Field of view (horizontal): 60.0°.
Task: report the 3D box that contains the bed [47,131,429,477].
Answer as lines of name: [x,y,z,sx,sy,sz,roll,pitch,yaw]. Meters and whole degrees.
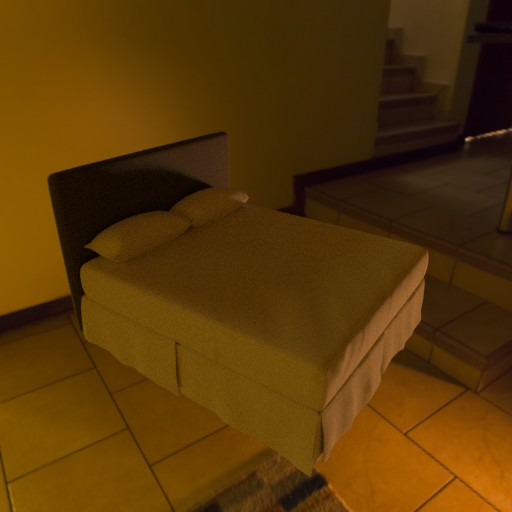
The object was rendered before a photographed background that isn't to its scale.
bed: [0.000,0.000,3.285,2.142,1.330,1.884,18,31,31]
